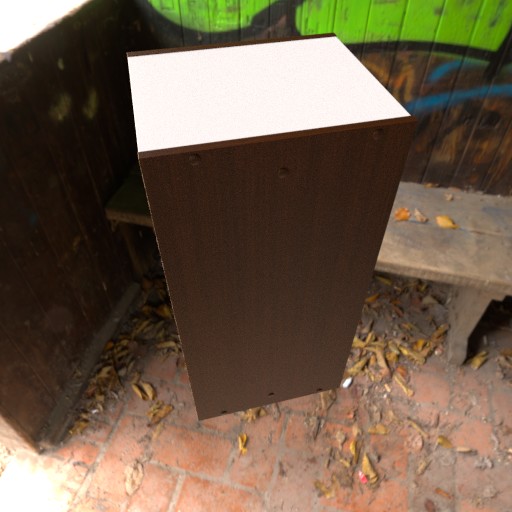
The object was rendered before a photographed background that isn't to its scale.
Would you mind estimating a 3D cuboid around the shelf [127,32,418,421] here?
[{"bbox_3d":[0.000,0.000,0.744,0.290,0.600,0.253,-10,48,-9],"label":"shelf"}]
